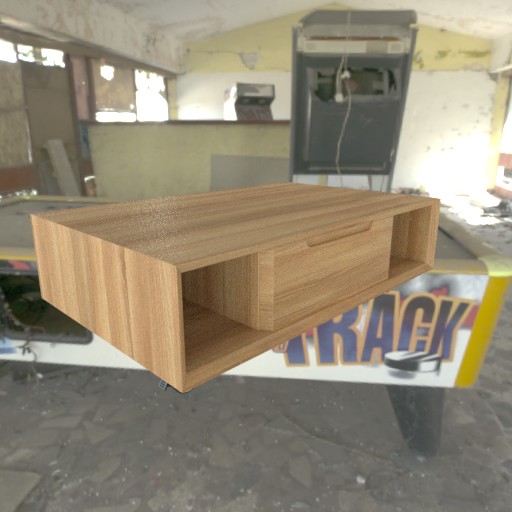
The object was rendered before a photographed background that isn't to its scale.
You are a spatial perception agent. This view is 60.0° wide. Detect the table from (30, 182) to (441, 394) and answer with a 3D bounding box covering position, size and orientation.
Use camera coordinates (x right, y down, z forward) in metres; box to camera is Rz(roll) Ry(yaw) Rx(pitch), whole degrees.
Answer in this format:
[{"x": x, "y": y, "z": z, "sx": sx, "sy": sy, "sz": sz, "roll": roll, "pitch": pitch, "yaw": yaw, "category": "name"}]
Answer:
[{"x": 0.000, "y": 0.000, "z": 1.430, "sx": 0.700, "sy": 0.330, "sz": 1.100, "roll": 15, "pitch": 22, "yaw": 43, "category": "table"}]
